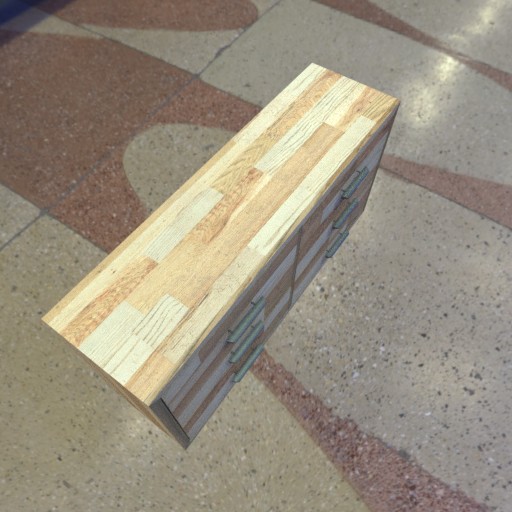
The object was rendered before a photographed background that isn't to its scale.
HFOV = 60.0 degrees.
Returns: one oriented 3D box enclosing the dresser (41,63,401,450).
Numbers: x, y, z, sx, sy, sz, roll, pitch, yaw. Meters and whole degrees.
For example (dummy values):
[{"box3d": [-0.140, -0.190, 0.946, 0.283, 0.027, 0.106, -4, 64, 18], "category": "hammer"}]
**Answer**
[{"box3d": [0.000, 0.000, 1.950, 0.487, 0.834, 1.547, 31, 63, 18], "category": "dresser"}]
